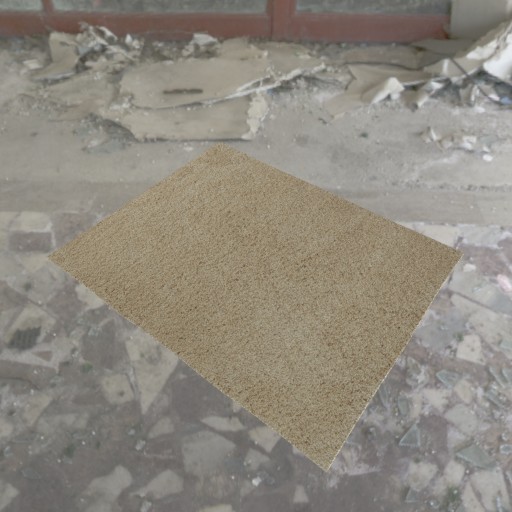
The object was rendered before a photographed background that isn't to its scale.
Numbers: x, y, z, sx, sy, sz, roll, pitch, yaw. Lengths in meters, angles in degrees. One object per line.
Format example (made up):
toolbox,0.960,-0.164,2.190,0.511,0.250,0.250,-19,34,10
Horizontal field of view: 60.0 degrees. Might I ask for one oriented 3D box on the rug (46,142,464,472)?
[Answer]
rug,0.000,0.000,4.079,3.000,0.025,2.400,30,54,25
